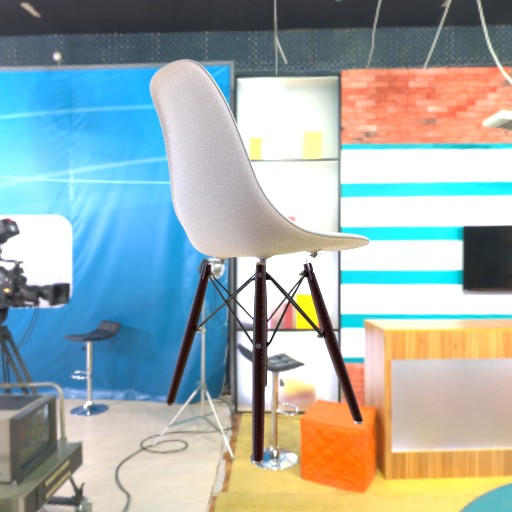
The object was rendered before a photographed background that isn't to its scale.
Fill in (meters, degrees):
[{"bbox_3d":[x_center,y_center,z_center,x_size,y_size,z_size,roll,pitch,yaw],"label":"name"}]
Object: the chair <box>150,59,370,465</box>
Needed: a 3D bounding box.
[{"bbox_3d":[0.000,0.000,1.139,0.533,0.826,0.470,0,0,-37],"label":"chair"}]
